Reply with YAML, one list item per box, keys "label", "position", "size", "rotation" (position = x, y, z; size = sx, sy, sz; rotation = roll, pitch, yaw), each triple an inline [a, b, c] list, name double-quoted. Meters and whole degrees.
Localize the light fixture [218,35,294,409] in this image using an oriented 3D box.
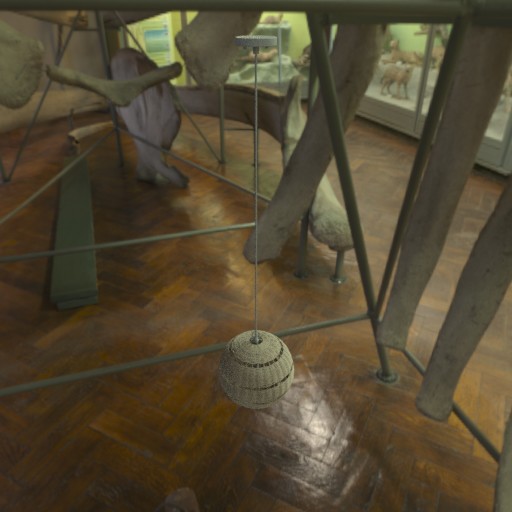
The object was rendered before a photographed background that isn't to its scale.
- label: "light fixture"
  position: [0.000, 0.000, 2.275]
  size: [0.457, 2.019, 0.457]
  rotation: [-8, 31, -14]
